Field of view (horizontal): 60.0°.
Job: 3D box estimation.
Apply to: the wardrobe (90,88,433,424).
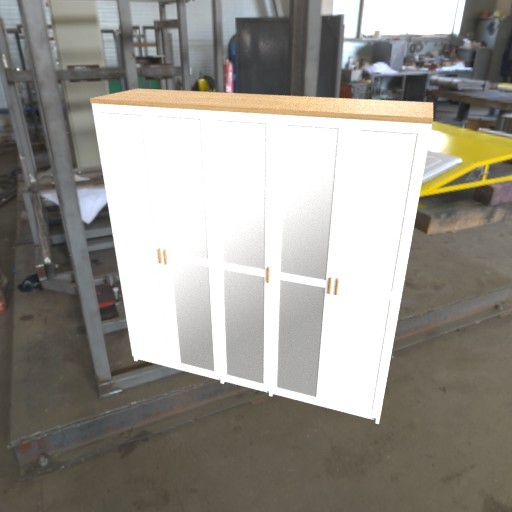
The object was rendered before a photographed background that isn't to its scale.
[{"bbox_3d":[0.000,0.000,3.384,2.160,2.260,0.590,9,29,17],"label":"wardrobe"}]
